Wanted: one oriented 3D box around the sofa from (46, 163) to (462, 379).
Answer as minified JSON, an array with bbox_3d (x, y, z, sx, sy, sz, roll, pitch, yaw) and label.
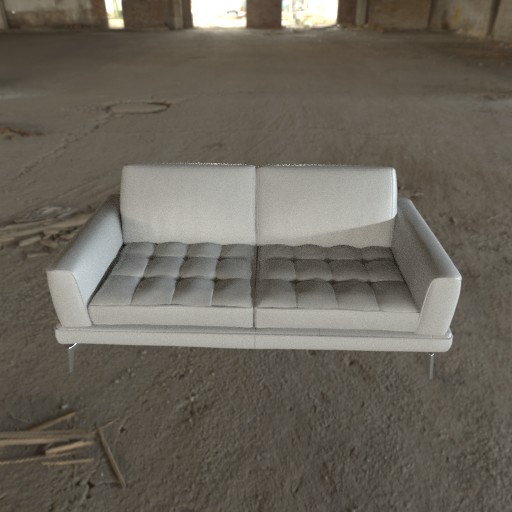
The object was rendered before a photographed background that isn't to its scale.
[{"bbox_3d":[0.000,0.000,2.732,2.177,0.930,1.121,1,30,2],"label":"sofa"}]
